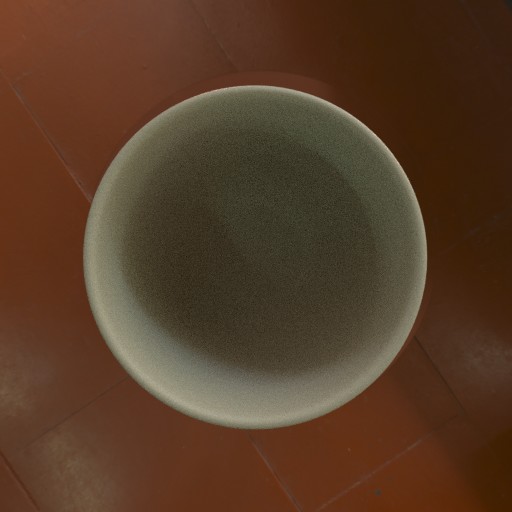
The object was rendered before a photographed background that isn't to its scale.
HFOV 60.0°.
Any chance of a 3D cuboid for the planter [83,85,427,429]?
[{"bbox_3d":[0.000,0.000,0.213,0.124,0.109,0.124,0,91,1],"label":"planter"}]
